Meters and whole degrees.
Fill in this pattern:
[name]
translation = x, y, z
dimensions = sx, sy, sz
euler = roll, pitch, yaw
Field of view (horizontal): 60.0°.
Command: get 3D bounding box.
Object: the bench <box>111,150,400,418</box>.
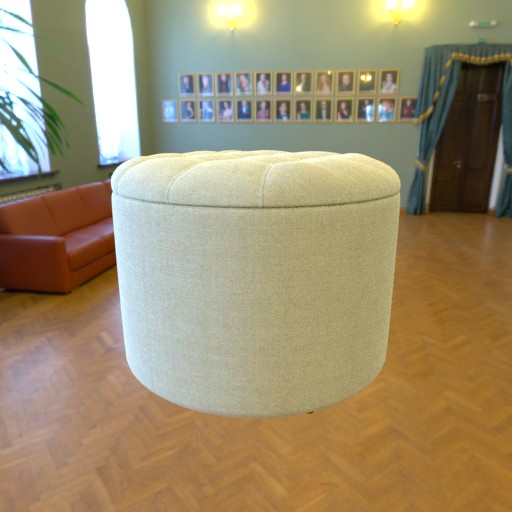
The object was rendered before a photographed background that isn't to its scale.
[bench]
translation = 0.000, 0.000, 1.002
dimensions = 0.600, 0.453, 0.600
euler = 0, 16, 0
